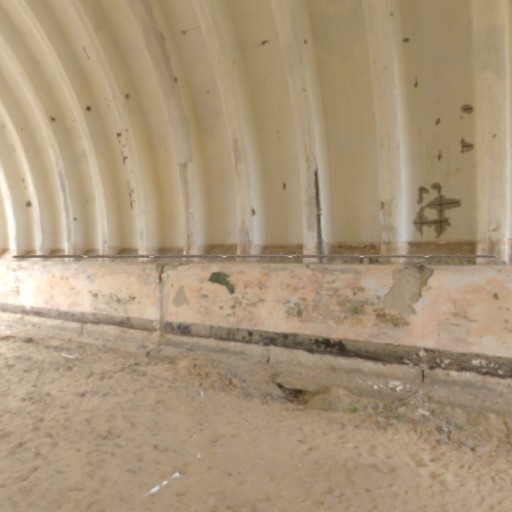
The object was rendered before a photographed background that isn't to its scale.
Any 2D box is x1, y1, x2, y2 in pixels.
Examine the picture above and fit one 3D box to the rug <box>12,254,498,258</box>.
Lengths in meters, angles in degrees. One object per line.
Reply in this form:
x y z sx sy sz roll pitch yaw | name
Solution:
0.000 0.000 2.624 2.464 0.012 0.773 0 0 -1 | rug
